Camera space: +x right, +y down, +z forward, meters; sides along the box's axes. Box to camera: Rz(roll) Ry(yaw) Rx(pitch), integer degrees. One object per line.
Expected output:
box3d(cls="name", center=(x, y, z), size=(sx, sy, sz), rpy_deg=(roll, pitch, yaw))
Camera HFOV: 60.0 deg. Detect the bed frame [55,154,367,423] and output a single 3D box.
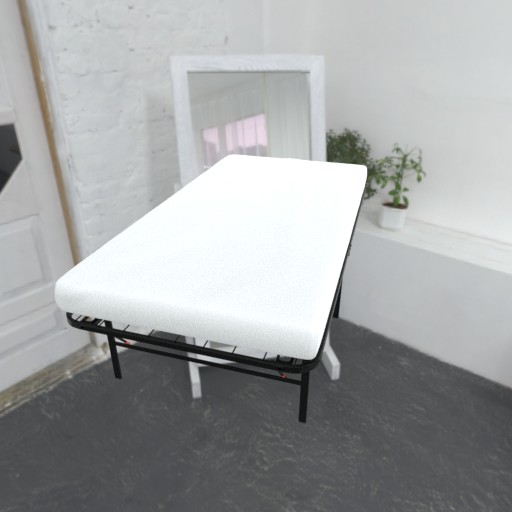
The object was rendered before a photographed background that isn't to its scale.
box3d(cls="bed frame", center=(0.000, 0.000, 2.391), size=(0.989, 0.619, 1.903), rpy_deg=(8, 29, 15))
